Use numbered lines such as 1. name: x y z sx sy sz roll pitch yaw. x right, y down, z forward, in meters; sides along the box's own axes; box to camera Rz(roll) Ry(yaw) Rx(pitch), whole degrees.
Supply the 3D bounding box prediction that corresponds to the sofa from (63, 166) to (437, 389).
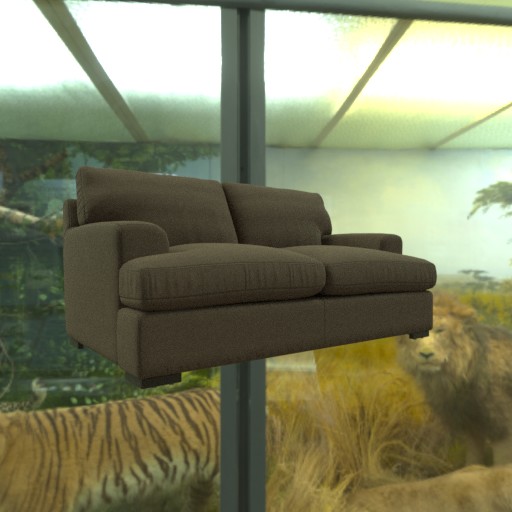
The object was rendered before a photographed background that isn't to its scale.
1. sofa: 0.000 0.000 2.495 1.869 0.950 1.140 0 0 -36
